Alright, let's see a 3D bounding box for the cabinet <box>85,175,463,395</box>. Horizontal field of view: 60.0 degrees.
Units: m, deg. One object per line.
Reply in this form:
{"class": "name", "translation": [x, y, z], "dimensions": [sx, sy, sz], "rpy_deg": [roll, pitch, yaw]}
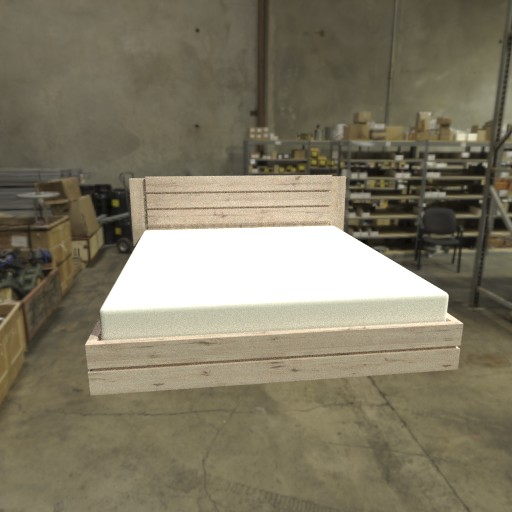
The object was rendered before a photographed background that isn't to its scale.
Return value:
{"class": "cabinet", "translation": [0.000, 0.000, 3.116], "dimensions": [1.950, 0.970, 2.080], "rpy_deg": [-2, 14, -7]}
